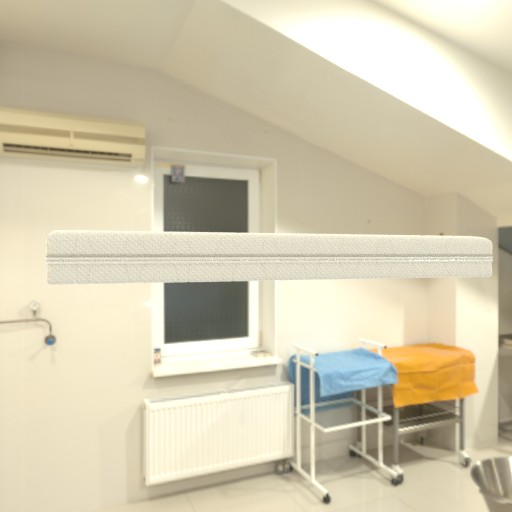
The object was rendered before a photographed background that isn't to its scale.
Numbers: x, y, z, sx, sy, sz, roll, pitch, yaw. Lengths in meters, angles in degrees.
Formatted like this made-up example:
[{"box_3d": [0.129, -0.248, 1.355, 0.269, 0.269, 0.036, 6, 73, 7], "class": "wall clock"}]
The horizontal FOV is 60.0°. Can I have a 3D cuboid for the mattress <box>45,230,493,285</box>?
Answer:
[{"box_3d": [0.000, 0.000, 2.534, 2.000, 0.200, 1.400, 0, 0, -17], "class": "mattress"}]
